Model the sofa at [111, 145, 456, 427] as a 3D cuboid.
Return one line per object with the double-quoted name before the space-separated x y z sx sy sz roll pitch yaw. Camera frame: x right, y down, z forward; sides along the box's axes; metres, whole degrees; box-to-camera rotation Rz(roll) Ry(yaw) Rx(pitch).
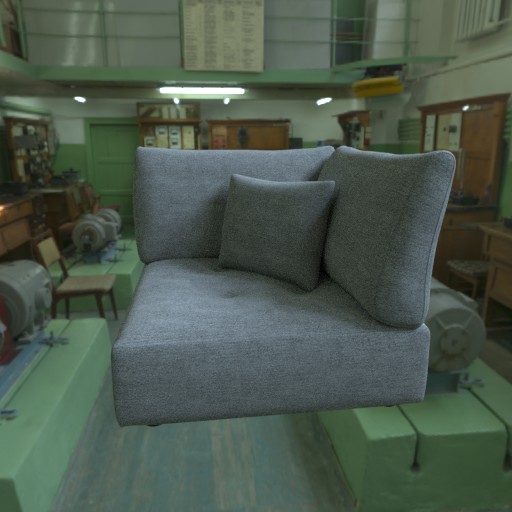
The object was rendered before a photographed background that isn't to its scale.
"sofa" 0.000 0.000 1.717 1.000 0.820 1.000 -2 15 -8
